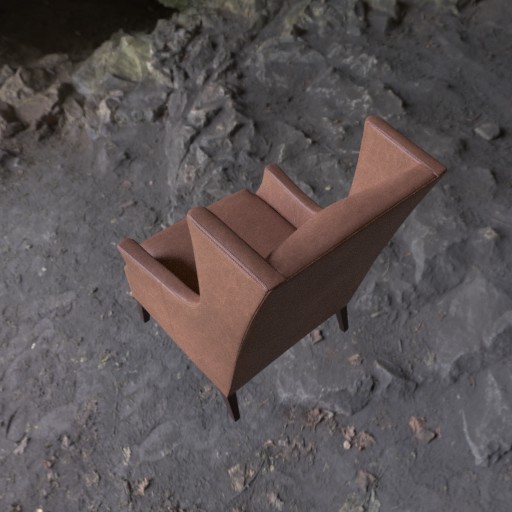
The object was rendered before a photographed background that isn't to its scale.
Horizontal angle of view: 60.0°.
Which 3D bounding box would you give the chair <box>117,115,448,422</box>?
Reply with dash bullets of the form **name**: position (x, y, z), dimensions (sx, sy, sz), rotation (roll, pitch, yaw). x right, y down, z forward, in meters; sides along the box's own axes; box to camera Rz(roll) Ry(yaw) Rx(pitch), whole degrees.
- **chair**: position (0.000, 0.000, 1.733), dimensions (0.815, 1.088, 0.913), rotation (-32, 55, -26)
